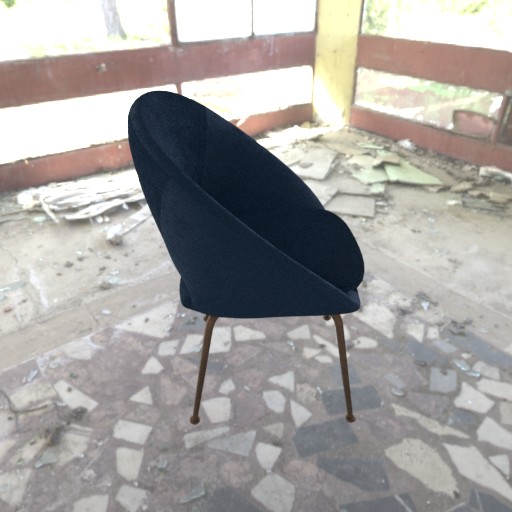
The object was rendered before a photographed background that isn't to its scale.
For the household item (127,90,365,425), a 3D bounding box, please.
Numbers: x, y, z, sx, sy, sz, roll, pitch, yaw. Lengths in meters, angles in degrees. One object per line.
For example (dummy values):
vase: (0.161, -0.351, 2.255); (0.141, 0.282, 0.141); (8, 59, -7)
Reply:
household item: (0.000, 0.000, 1.232); (0.573, 0.852, 0.623); (0, 32, -1)
